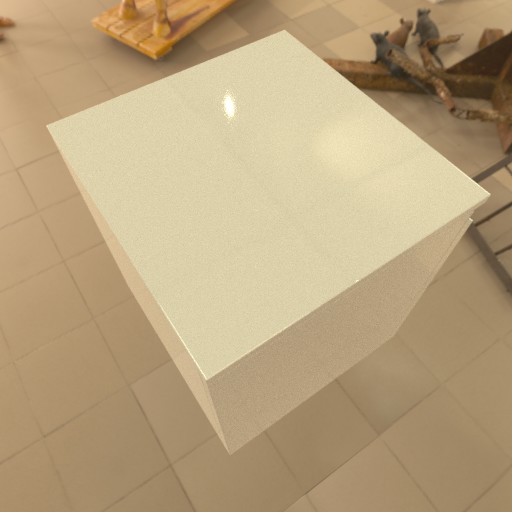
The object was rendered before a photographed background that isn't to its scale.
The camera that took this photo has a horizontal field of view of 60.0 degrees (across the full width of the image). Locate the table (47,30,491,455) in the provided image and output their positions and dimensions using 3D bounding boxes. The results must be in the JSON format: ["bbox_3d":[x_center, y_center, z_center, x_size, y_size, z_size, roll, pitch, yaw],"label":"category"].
[{"bbox_3d":[0.000,0.000,0.765,0.400,0.470,0.420,-30,62,-18],"label":"table"}]
